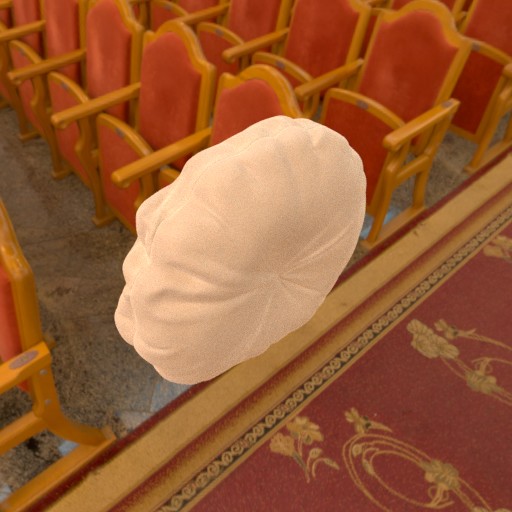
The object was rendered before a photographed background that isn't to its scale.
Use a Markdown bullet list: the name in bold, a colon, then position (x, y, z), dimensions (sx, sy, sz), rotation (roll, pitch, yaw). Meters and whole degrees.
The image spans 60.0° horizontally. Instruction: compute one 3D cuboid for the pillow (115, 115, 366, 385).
- **pillow**: position (0.000, 0.000, 0.651), dimensions (0.428, 0.407, 0.148), rotation (-31, 54, -26)
